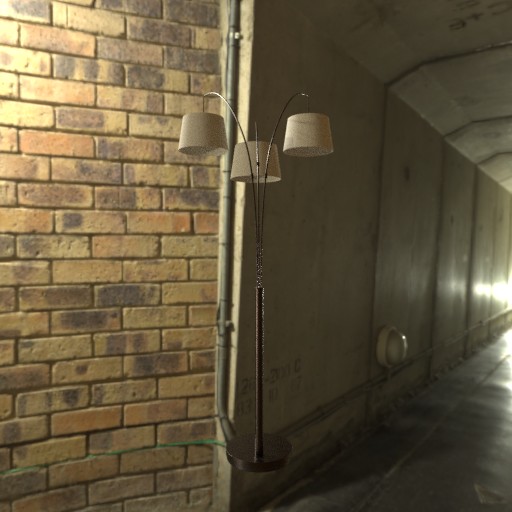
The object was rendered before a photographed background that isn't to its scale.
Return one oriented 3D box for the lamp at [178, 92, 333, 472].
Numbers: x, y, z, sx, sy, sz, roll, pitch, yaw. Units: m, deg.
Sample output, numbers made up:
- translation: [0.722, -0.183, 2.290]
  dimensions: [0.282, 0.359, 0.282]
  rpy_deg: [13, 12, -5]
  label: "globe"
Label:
- translation: [0.000, 0.000, 2.451]
  dimensions: [0.951, 1.950, 0.924]
  rpy_deg: [0, 2, 0]
  label: "lamp"
